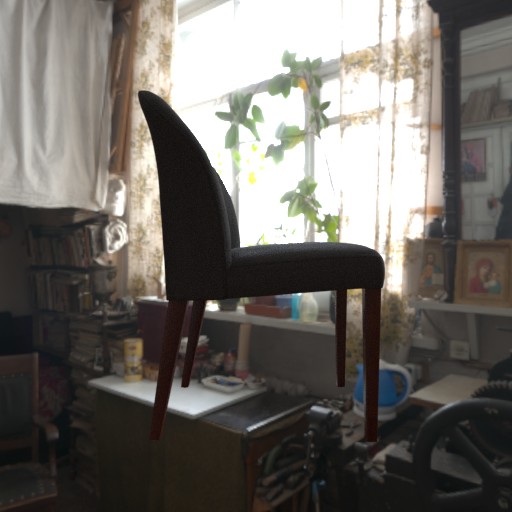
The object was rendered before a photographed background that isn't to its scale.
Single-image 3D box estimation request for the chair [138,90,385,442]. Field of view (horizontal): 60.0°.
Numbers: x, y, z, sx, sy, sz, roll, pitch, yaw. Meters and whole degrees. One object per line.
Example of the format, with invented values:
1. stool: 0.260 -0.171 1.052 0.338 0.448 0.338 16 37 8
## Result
1. chair: 0.000 0.000 1.261 0.619 0.879 0.506 0 1 1
